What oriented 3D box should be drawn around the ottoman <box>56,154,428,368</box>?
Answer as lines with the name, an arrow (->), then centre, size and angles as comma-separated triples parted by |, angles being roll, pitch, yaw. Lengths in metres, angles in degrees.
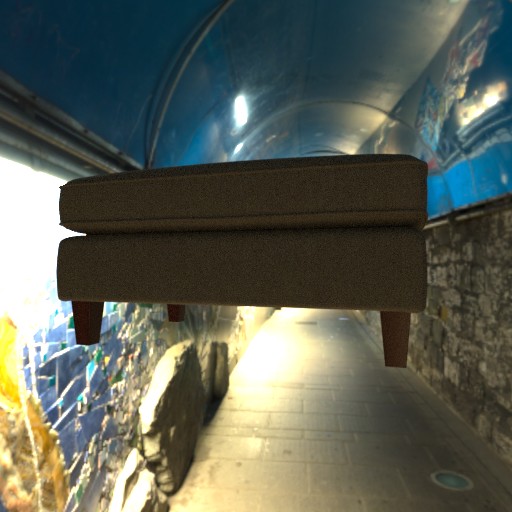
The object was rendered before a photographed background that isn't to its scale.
ottoman -> 0.000, 0.000, 1.309 | 0.941, 0.480, 0.636 | 0, -1, 19
